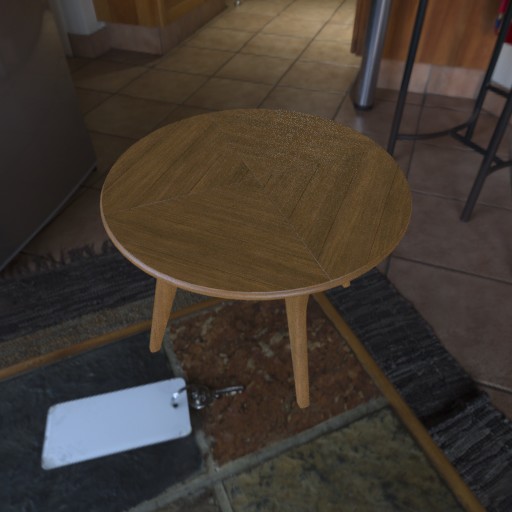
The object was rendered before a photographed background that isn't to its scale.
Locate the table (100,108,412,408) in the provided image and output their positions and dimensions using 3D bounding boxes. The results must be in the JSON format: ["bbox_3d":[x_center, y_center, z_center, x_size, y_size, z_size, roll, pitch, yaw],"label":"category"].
[{"bbox_3d":[0.000,0.000,1.802,1.055,0.757,1.055,0,45,0],"label":"table"}]
